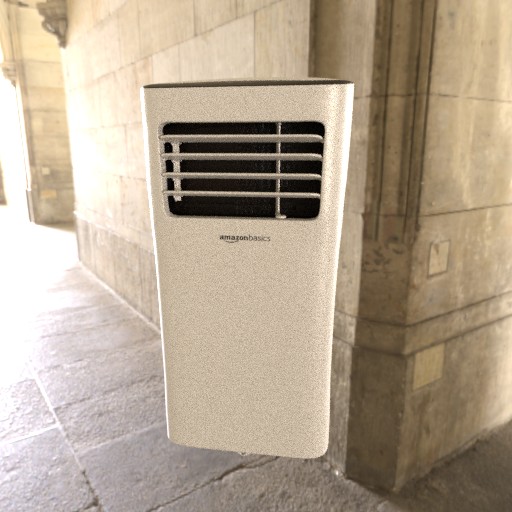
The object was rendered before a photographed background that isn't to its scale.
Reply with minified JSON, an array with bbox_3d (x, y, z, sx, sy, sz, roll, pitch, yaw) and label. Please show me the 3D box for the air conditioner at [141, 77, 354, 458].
[{"bbox_3d":[0.000,0.000,0.914,0.352,0.716,0.369,2,14,9],"label":"air conditioner"}]
